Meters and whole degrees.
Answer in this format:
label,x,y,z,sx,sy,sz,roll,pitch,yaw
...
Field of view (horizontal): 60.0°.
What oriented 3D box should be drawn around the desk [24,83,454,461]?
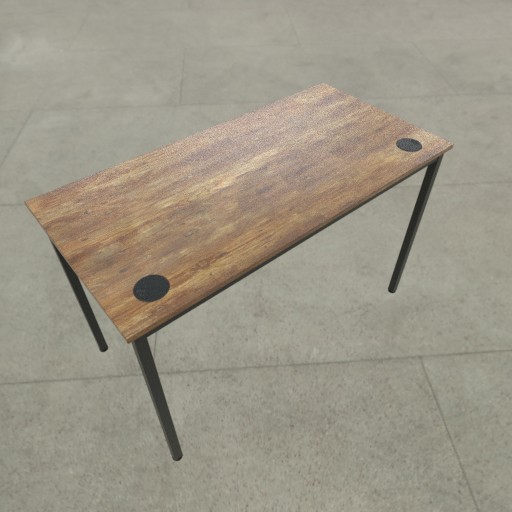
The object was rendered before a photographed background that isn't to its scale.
label,x,y,z,sx,sy,sz,roll,pitch,yaw
desk,0.000,0.000,1.619,1.200,0.749,0.600,-31,53,-27
